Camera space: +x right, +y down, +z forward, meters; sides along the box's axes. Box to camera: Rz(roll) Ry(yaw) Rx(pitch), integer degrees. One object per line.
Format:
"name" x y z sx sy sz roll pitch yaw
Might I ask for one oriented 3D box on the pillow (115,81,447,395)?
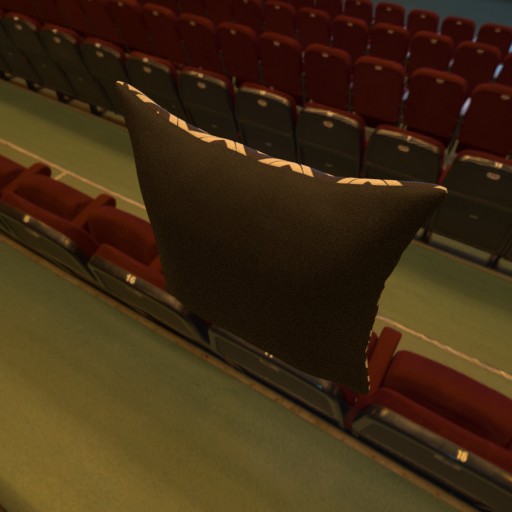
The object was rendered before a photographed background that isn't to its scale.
"pillow" 0.000 0.000 0.762 0.504 0.494 0.188 24 51 21
